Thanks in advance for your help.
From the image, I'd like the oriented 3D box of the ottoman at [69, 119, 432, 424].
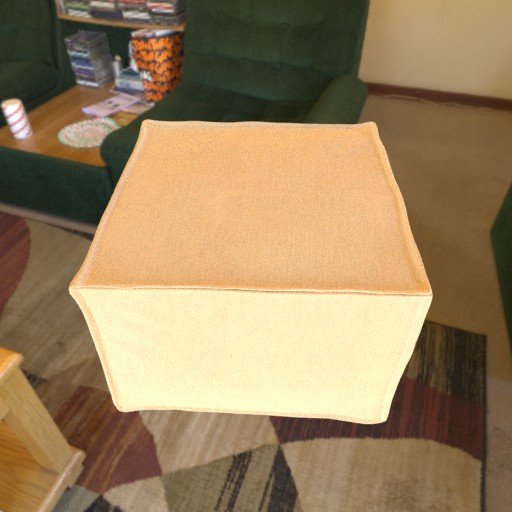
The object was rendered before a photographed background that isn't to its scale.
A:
[{"bbox_3d":[0.000,0.000,1.176,0.696,0.470,0.707,1,43,1],"label":"ottoman"}]
